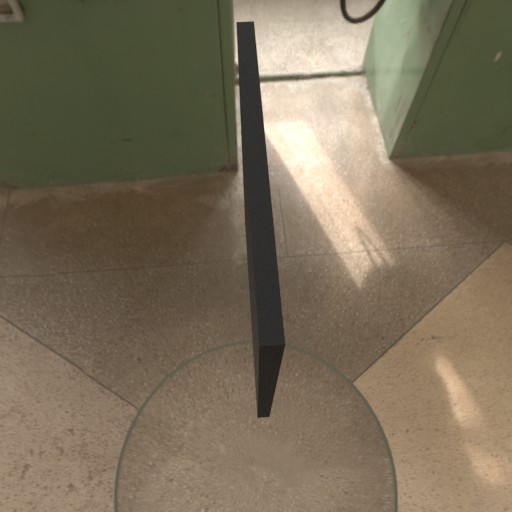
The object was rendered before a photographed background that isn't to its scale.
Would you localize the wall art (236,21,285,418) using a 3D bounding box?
[{"bbox_3d":[0.000,0.000,0.705,0.023,0.505,0.428,-3,63,-2],"label":"wall art"}]
